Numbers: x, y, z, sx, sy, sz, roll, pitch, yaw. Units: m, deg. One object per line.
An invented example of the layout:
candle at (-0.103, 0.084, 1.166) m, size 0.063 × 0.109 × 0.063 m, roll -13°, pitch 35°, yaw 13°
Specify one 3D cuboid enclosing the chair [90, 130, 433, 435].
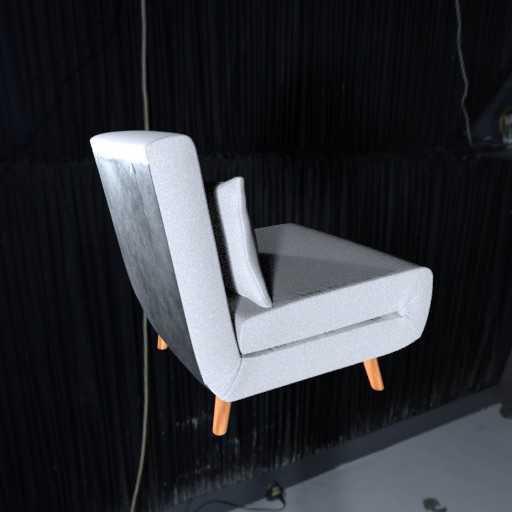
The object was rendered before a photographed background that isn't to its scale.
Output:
chair at (0.000, 0.000, 1.483) m, size 0.902 × 0.808 × 0.770 m, roll -8°, pitch 18°, yaw -26°
